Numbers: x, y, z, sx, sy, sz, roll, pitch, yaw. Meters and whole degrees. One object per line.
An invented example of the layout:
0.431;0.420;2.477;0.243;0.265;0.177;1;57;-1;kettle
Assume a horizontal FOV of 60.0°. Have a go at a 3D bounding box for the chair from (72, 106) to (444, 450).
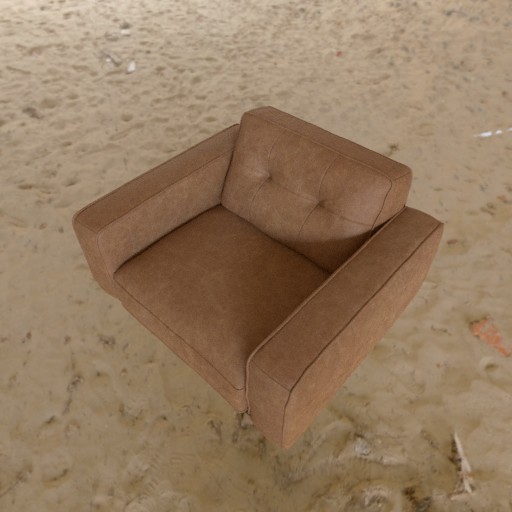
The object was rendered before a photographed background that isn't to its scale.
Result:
0.000;0.000;1.793;1.118;0.782;0.952;33;55;28;chair
